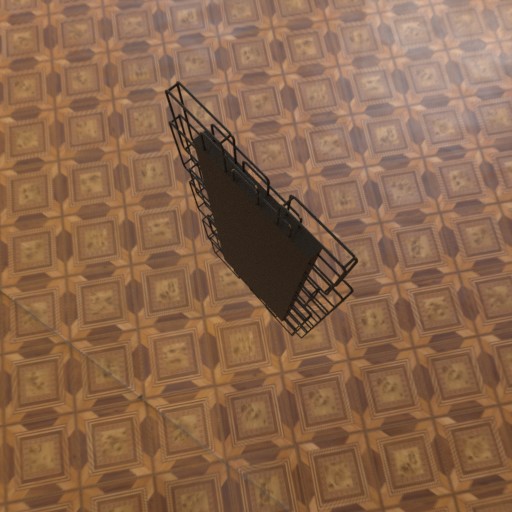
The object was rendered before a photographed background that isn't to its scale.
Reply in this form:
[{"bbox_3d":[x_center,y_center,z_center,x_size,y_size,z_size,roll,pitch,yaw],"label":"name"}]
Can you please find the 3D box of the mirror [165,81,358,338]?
[{"bbox_3d":[0.000,0.000,1.388,0.037,1.192,0.565,-41,78,-10],"label":"mirror"}]
